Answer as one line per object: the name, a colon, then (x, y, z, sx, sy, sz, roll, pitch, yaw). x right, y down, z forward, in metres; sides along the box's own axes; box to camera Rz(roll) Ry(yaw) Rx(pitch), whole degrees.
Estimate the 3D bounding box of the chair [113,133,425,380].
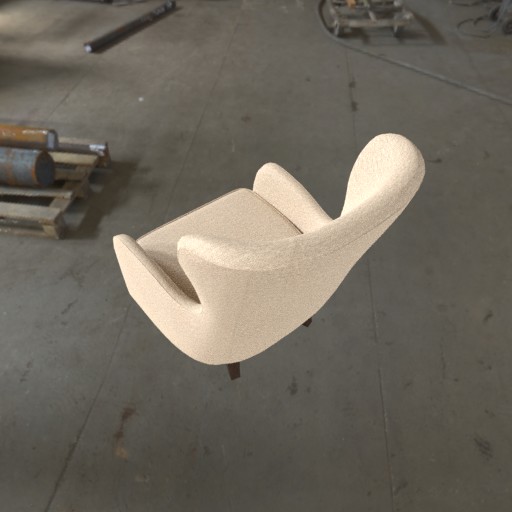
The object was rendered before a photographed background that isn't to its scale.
chair: (0.000, 0.000, 1.808, 0.861, 1.064, 0.984, -31, 53, -27)
